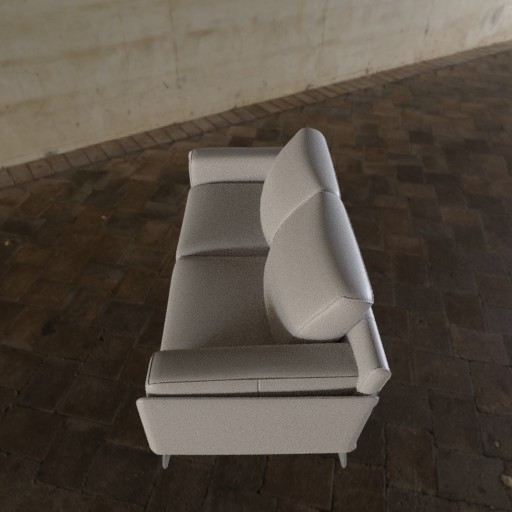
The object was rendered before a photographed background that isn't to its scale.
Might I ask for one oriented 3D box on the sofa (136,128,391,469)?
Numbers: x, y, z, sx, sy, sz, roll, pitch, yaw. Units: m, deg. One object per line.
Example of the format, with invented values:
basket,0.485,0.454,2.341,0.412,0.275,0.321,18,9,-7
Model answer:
sofa,0.000,0.000,2.565,1.049,0.930,2.101,-1,40,-1
